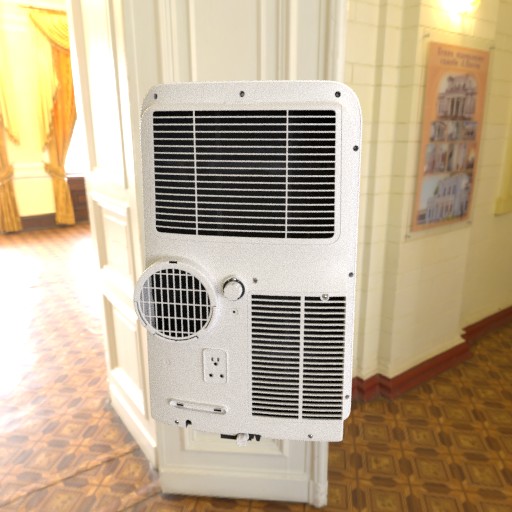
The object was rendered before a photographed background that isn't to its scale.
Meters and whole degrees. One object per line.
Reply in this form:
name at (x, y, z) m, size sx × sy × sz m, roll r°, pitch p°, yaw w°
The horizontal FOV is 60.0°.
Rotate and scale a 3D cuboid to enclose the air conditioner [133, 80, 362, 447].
air conditioner at (0.000, 0.000, 1.077) m, size 0.478 × 0.765 × 0.467 m, roll 2°, pitch 16°, yaw 9°
